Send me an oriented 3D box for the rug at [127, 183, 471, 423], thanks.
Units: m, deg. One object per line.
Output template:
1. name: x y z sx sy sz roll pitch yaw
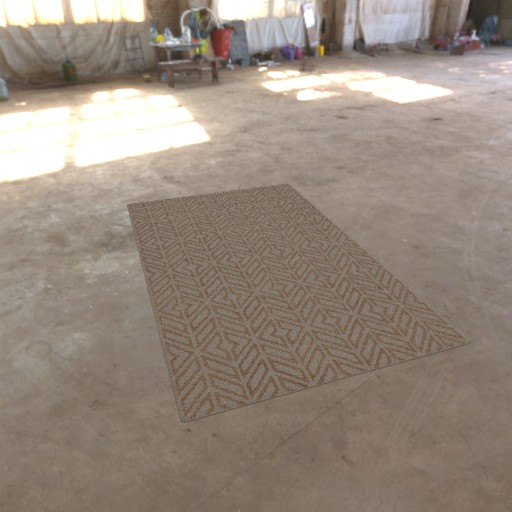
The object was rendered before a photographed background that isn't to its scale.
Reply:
1. rug: 0.000 0.000 3.069 1.523 0.008 2.438 -10 32 -17
